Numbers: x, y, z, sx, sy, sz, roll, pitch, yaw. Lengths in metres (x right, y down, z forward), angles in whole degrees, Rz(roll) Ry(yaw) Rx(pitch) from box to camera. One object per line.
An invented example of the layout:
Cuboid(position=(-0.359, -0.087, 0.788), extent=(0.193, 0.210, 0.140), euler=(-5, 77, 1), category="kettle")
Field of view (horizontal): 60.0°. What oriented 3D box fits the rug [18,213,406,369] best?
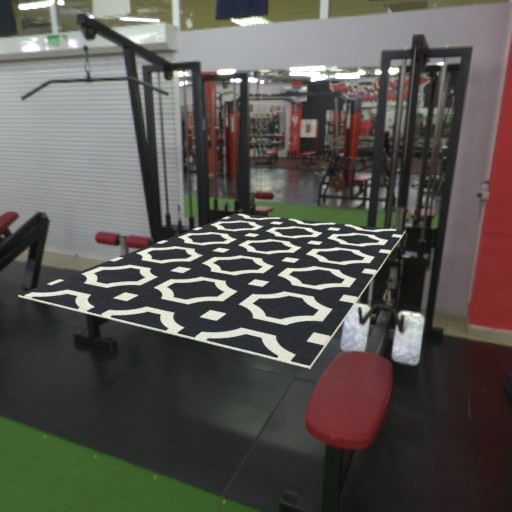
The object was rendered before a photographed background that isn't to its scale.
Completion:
Cuboid(position=(0.000, 0.000, 2.890), extent=(1.555, 0.016, 2.286), euler=(8, 19, 25), category="rug")
